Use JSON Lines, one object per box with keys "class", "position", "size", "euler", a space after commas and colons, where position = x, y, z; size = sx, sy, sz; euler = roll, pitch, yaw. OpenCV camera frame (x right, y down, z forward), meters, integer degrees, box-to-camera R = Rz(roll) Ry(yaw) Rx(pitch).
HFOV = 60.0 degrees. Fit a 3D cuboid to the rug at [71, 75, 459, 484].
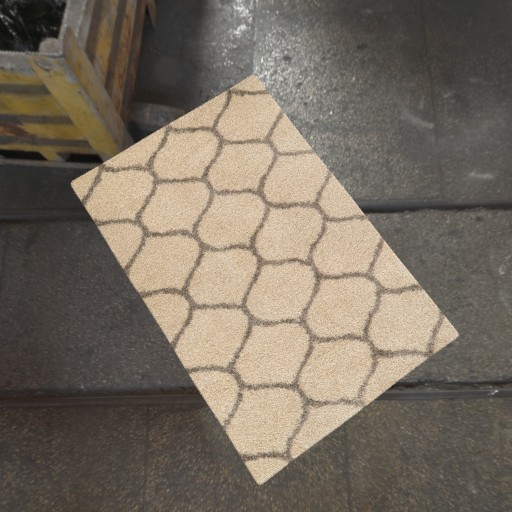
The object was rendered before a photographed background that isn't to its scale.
{"class": "rug", "position": [0.000, 0.000, 3.426], "size": [1.801, 0.026, 2.701], "euler": [-34, 78, -8]}
